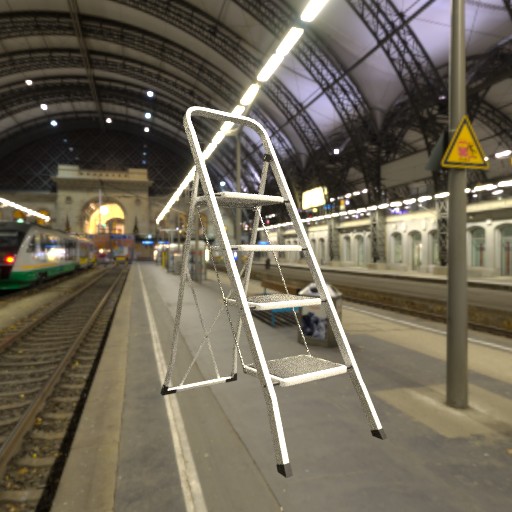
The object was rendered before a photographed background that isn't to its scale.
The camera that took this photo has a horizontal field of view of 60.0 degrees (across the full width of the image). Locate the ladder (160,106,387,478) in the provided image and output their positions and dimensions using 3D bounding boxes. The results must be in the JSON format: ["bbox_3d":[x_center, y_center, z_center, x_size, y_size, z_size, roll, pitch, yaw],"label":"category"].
[{"bbox_3d":[0.000,0.000,1.767,0.460,1.265,0.914,0,0,-36],"label":"ladder"}]
